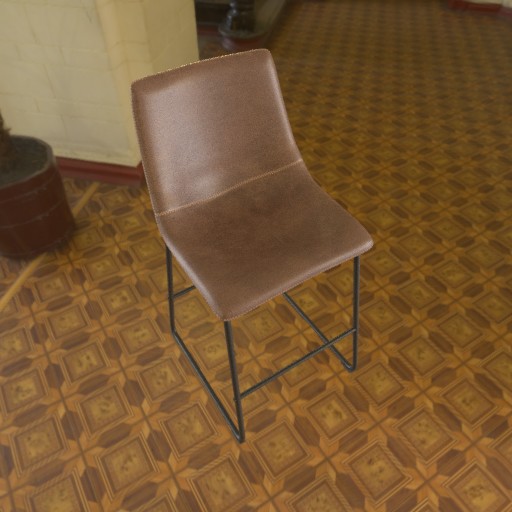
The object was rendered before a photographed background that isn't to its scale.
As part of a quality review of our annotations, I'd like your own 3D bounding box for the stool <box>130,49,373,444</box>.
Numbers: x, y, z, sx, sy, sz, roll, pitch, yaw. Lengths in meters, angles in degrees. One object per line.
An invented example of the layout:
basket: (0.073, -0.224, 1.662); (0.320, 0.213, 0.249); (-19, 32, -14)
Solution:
stool: (0.000, 0.000, 1.233); (0.460, 0.890, 0.550); (-25, 51, -22)
